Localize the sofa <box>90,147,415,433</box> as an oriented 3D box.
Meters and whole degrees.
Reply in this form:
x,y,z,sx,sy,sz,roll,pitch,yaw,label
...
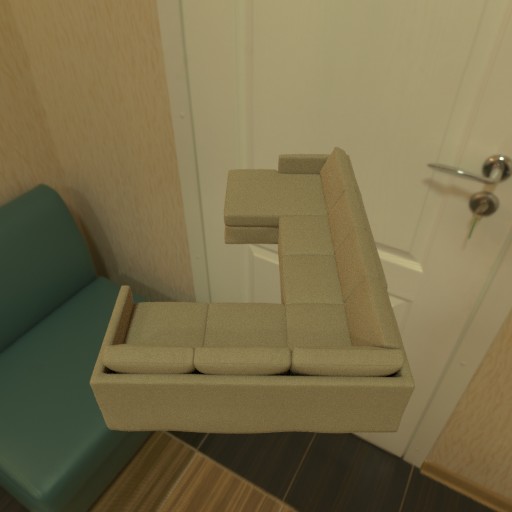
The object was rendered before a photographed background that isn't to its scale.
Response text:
x,y,z,sx,sy,sz,roll,pitch,yaw,label
0.000,0.000,4.719,2.476,0.878,3.528,0,42,1,sofa
